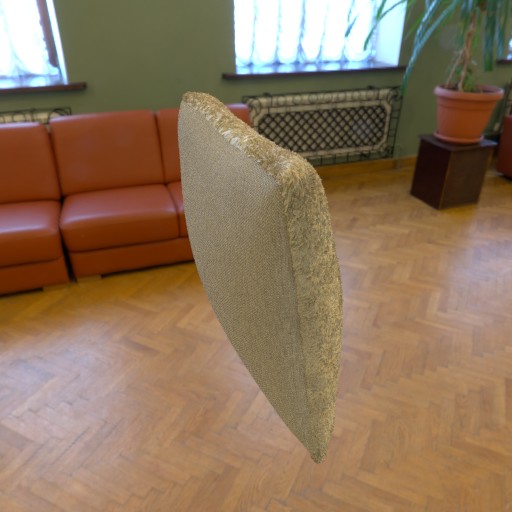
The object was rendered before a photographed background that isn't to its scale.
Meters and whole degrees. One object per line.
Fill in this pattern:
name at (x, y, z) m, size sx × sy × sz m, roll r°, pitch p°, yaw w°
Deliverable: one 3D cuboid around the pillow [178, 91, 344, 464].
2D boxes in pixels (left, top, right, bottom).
pillow at (0.000, 0.000, 0.801) m, size 0.218 × 0.515 × 0.529 m, roll -11°, pitch 32°, yaw -18°
